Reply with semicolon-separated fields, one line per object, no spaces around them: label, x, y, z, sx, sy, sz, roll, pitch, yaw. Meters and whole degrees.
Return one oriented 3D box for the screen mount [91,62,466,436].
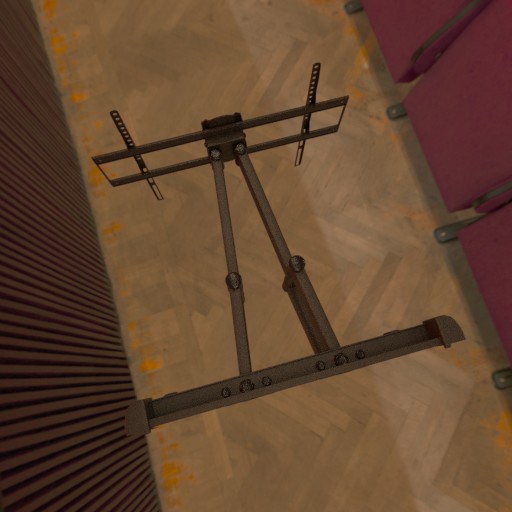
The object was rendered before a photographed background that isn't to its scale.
screen mount;0.000;0.000;1.098;0.661;0.491;0.644;-15;76;-4
